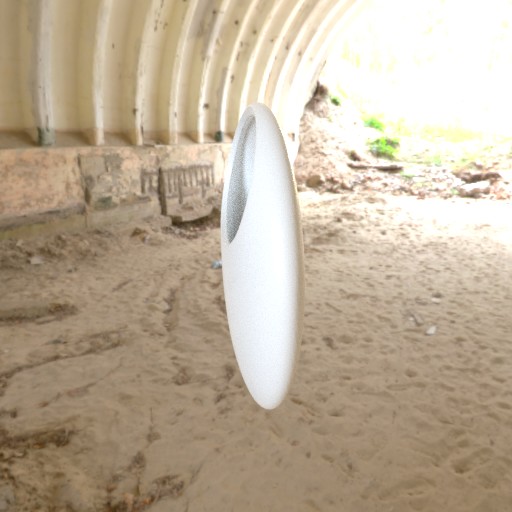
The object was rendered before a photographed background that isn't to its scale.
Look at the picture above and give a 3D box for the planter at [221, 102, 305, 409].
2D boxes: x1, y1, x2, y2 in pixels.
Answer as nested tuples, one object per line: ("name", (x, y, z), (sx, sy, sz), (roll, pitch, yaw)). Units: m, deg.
("planter", (0.000, 0.000, 0.286), (0.043, 0.188, 0.185), (-2, 15, -9))
